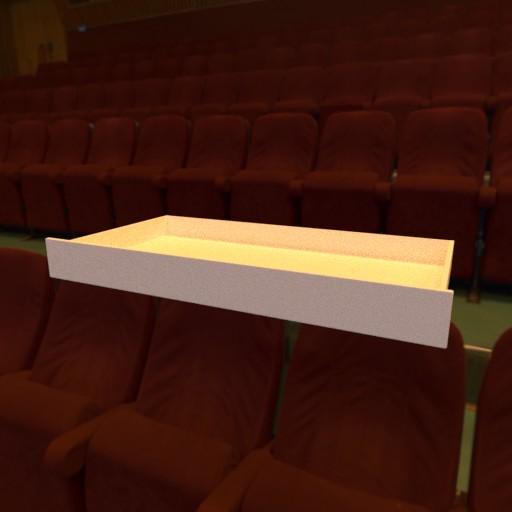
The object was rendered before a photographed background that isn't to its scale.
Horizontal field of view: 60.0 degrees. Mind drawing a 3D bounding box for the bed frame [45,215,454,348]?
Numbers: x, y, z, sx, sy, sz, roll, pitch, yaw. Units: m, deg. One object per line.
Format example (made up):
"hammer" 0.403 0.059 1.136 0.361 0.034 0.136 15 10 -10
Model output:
"bed frame" 0.000 0.000 1.578 1.300 0.141 0.670 7 16 24
